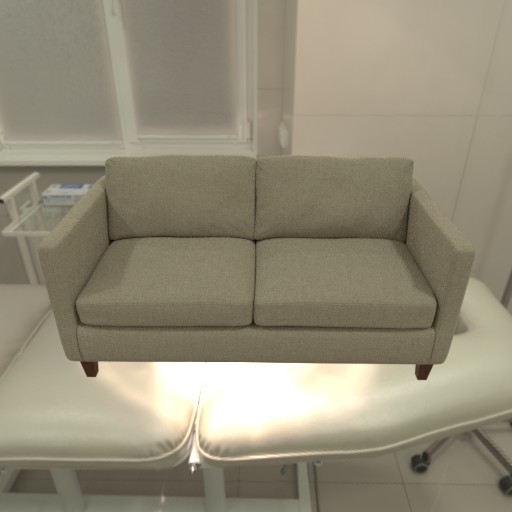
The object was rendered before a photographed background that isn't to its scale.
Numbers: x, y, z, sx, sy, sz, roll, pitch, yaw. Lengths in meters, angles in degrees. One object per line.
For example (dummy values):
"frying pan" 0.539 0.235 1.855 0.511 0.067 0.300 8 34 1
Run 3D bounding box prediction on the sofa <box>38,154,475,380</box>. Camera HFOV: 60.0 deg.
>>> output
"sofa" 0.000 0.000 2.380 1.884 0.947 0.951 0 30 1
